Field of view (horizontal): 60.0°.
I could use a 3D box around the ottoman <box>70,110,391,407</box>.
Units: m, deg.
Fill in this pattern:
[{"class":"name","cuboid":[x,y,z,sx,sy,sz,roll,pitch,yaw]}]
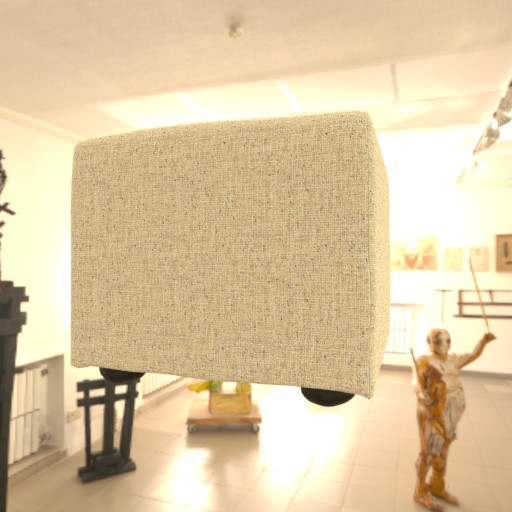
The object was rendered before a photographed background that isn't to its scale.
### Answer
[{"class":"ottoman","cuboid":[0.000,0.000,0.911,0.512,0.453,0.521,0,0,19]}]
